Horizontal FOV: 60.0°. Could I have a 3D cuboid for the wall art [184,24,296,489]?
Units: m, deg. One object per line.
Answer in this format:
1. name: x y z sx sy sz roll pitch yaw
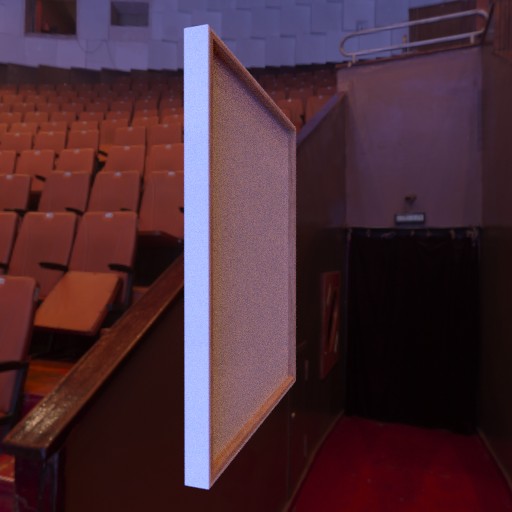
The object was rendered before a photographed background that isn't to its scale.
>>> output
1. wall art: 0.000 0.000 0.823 0.037 0.606 0.508 0 1 18
